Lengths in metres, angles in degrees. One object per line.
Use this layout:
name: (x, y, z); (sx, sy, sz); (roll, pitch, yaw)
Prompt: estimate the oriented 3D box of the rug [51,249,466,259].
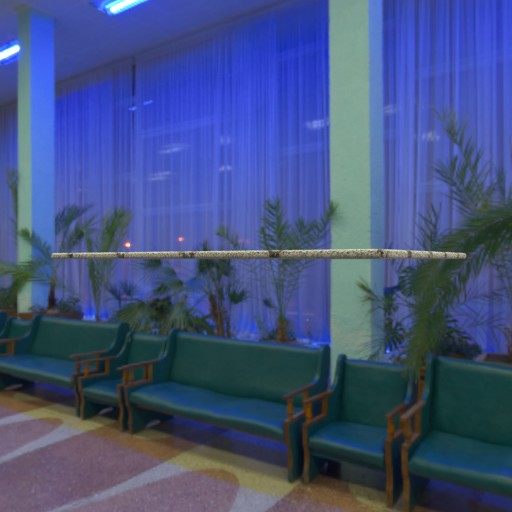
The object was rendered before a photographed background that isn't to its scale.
rug: (0.000, 0.000, 2.290); (1.778, 0.030, 1.219); (0, 0, 36)
